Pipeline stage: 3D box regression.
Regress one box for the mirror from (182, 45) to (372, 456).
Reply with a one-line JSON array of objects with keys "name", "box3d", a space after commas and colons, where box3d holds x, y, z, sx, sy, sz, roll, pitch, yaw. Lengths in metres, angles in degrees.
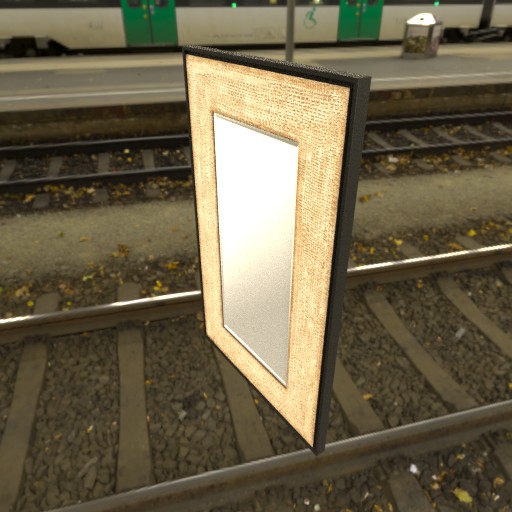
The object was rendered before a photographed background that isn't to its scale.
[{"name": "mirror", "box3d": [0.000, 0.000, 1.482, 0.038, 1.219, 0.762, -20, 36, -30]}]
